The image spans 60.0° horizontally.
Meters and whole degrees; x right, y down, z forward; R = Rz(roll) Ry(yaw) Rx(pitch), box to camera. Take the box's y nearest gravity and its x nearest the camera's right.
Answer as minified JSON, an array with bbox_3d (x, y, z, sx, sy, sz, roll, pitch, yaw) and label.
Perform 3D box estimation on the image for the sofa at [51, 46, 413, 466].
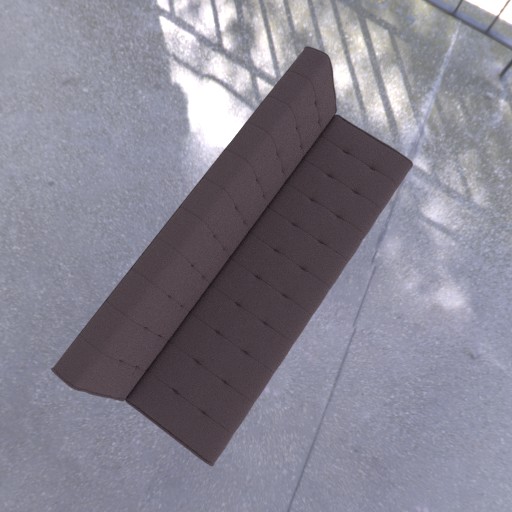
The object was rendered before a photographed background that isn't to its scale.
[{"bbox_3d":[0.000,0.000,2.058,0.747,0.699,1.703,34,78,8],"label":"sofa"}]
